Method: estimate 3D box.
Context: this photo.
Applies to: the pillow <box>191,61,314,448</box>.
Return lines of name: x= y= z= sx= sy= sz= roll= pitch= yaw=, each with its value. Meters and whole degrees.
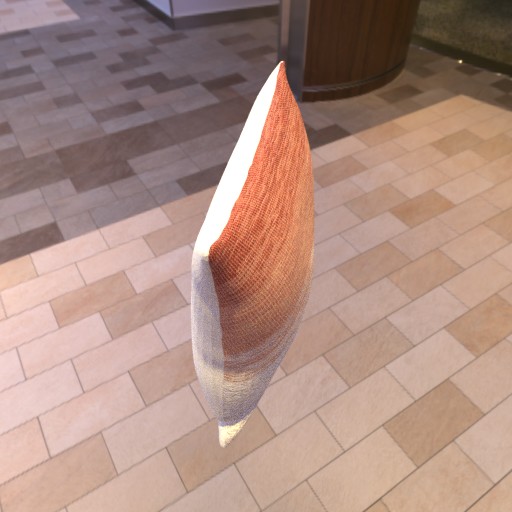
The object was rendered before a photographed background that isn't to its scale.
pillow: x=0.000 y=0.000 z=0.691 sx=0.182 sy=0.441 sz=0.440 roll=8 pitch=47 yaw=8
